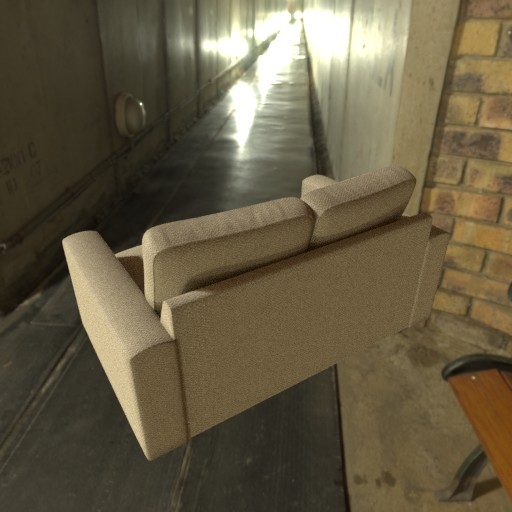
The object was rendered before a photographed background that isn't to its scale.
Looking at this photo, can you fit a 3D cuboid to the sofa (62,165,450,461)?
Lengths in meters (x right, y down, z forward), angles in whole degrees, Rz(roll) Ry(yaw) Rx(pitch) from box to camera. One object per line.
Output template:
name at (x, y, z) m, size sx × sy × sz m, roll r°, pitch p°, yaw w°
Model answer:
sofa at (0.000, 0.000, 2.208) m, size 1.616 × 0.873 × 1.016 m, roll -18°, pitch 35°, yaw -28°
